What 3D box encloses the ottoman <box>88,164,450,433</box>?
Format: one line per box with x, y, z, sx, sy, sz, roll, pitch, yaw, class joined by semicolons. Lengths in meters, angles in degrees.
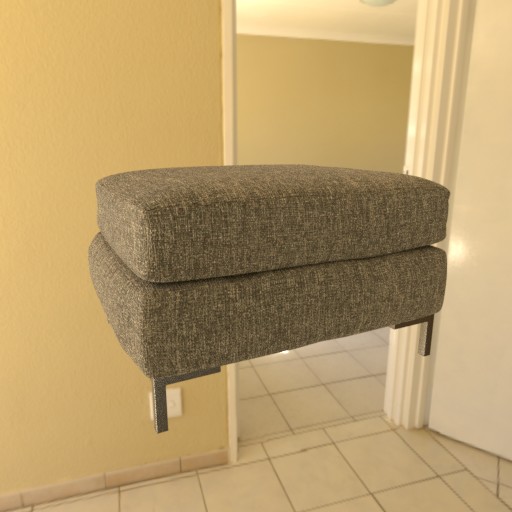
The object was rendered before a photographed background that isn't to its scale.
0.000;0.000;1.224;0.828;0.480;0.683;-7;16;-26;ottoman
